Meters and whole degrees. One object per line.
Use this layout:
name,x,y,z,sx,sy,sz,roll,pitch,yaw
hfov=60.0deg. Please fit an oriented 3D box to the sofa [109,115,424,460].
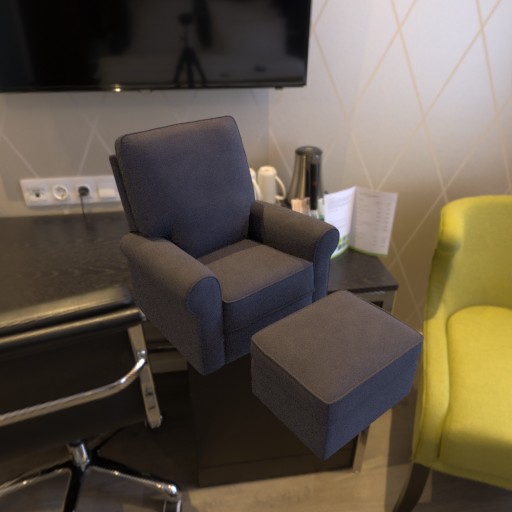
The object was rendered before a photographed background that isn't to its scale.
sofa,0.000,0.000,2.011,0.880,0.959,1.478,-22,37,-32
